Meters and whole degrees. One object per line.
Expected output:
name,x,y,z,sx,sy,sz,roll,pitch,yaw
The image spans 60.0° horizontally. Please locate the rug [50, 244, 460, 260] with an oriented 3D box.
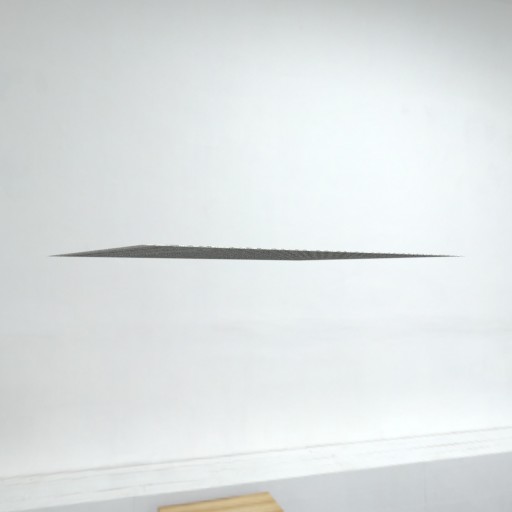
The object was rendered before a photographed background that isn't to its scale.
rug,0.000,0.000,4.205,3.196,0.007,2.354,1,-2,-36
